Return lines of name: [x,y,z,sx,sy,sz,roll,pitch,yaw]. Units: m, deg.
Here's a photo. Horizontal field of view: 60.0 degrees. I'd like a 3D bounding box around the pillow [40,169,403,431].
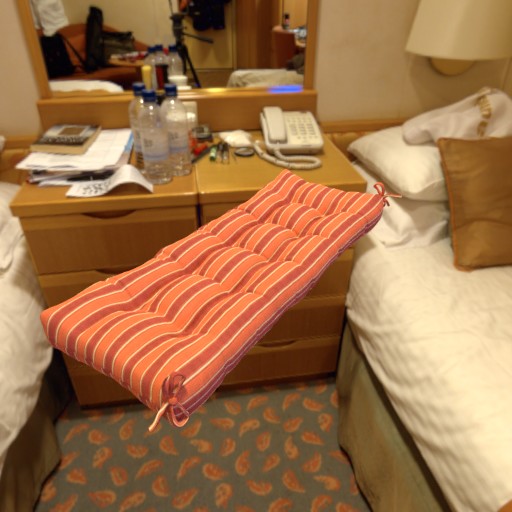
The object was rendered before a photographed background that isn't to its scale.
pillow: [0.000,0.000,1.326,0.511,0.174,1.194,20,37,29]
